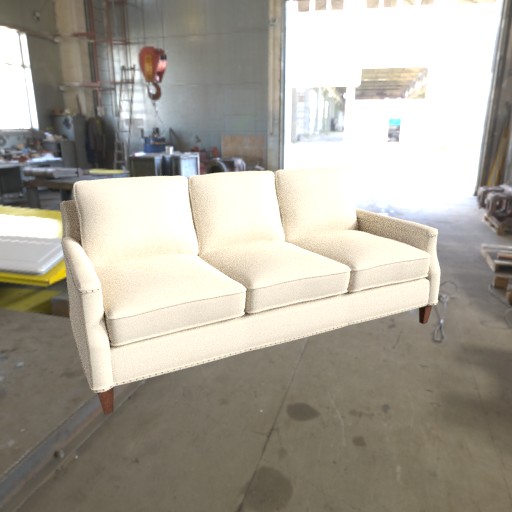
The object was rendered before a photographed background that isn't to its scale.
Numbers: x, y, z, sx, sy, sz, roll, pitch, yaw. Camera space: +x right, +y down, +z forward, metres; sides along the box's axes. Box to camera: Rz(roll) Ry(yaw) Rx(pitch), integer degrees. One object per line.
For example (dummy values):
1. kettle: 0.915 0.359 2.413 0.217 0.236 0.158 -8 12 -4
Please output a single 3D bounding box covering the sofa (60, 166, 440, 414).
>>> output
1. sofa: 0.000 0.000 2.840 2.246 1.003 1.084 -9 19 -27
